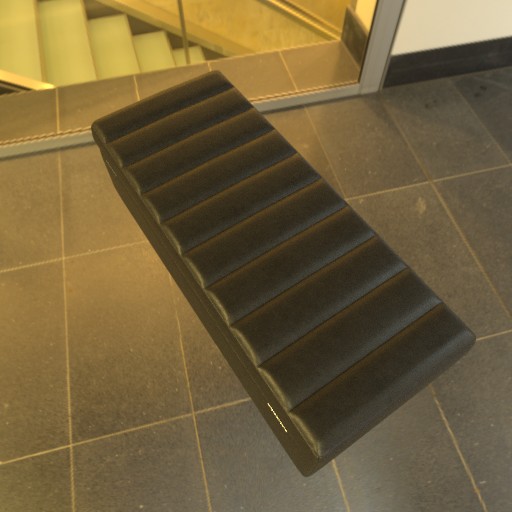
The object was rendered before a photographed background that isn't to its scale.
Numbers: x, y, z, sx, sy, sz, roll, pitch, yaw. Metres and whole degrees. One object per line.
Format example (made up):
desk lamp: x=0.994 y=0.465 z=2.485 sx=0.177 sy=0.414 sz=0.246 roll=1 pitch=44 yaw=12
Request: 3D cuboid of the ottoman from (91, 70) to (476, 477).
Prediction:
ottoman: x=0.000 y=0.000 z=1.356 sx=0.482 sy=0.469 sz=1.151 roll=-30 pitch=64 yaw=-16
